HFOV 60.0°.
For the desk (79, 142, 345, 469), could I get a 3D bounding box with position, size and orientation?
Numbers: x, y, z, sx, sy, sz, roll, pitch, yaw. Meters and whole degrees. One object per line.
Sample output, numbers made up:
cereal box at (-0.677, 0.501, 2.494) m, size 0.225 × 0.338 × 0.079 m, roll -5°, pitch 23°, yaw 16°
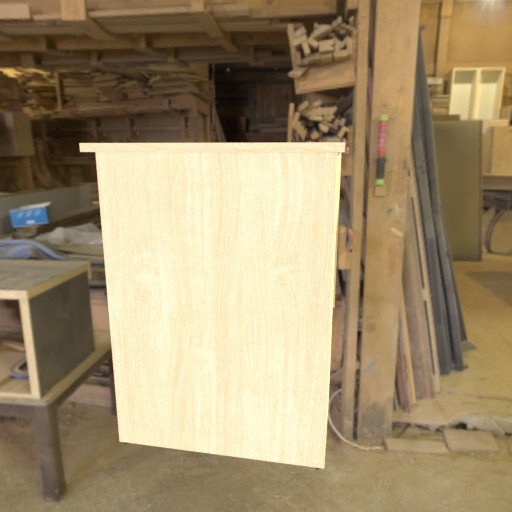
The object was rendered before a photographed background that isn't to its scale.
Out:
desk at (0.000, 0.000, 1.509) m, size 0.560 × 0.735 × 1.097 m, roll 3°, pitch 14°, yaw 11°
